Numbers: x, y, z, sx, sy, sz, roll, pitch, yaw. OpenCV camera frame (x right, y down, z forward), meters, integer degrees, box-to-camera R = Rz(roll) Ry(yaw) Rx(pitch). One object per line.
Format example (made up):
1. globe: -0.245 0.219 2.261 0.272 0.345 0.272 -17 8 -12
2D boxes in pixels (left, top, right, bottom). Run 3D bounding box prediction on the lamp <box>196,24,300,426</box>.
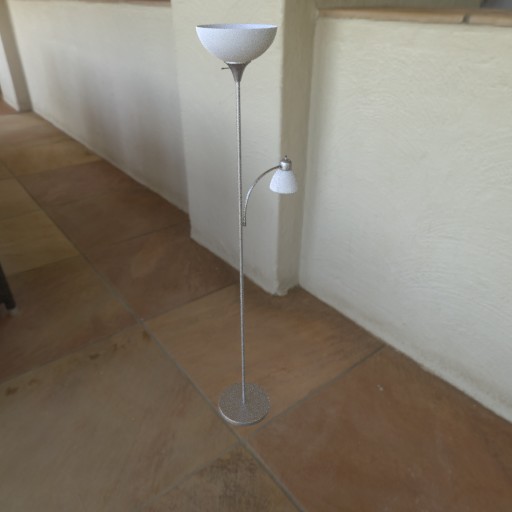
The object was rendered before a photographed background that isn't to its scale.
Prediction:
1. lamp: 0.000 0.000 1.952 0.425 1.804 0.279 -19 36 -29
